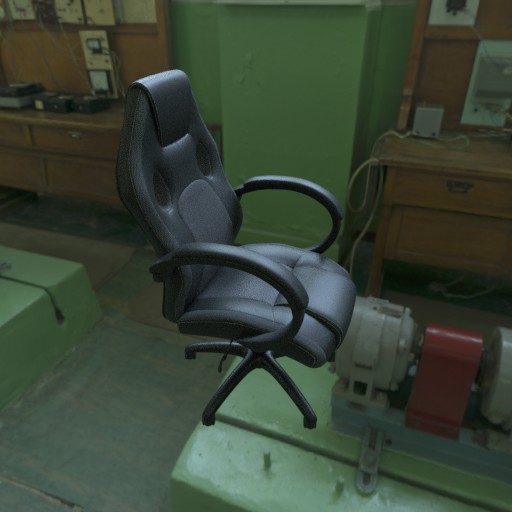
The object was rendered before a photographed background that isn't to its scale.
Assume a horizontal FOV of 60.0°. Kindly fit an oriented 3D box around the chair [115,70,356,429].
[{"bbox_3d":[0.000,0.000,1.583,0.724,1.187,0.673,10,32,16],"label":"chair"}]
